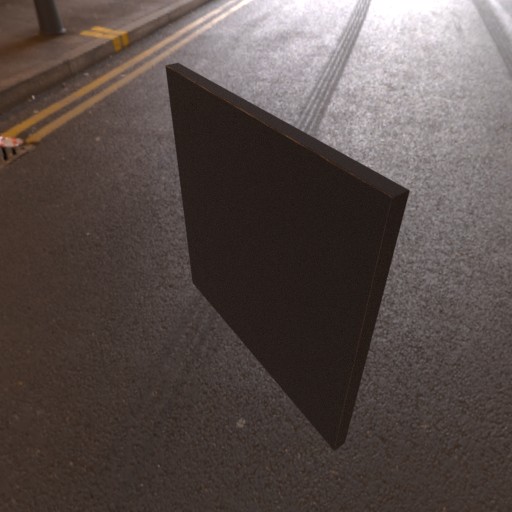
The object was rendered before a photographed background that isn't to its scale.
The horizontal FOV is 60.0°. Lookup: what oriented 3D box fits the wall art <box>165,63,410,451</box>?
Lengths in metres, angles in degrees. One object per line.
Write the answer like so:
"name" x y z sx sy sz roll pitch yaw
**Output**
"wall art" 0.000 0.000 1.142 0.038 0.762 0.762 -24 45 -26
